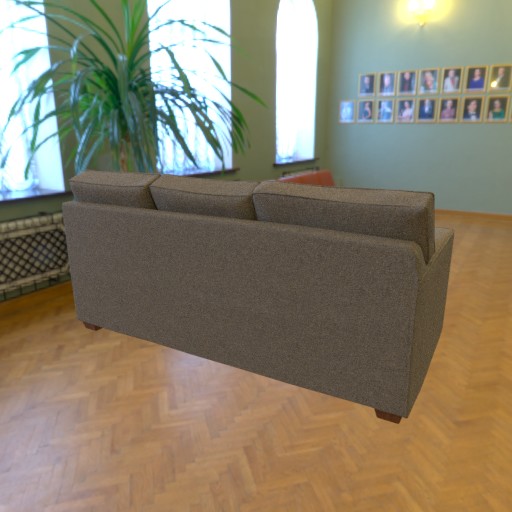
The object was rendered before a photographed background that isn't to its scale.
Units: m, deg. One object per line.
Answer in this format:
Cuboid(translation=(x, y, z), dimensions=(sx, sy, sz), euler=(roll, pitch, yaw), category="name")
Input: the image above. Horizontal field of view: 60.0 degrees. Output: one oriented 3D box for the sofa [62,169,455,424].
Cuboid(translation=(0.000, 0.000, 2.522), dimensions=(1.963, 0.946, 1.034), euler=(9, 18, 28), category="sofa")
